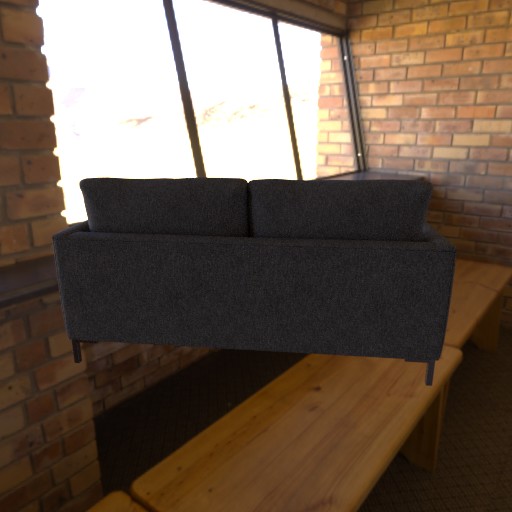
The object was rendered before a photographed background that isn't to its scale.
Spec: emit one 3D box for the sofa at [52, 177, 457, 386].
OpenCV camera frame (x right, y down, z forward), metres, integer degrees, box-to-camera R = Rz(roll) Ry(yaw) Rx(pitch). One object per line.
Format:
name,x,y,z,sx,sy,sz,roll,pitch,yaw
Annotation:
sofa,0.000,0.000,2.279,1.716,0.862,0.866,2,17,6
